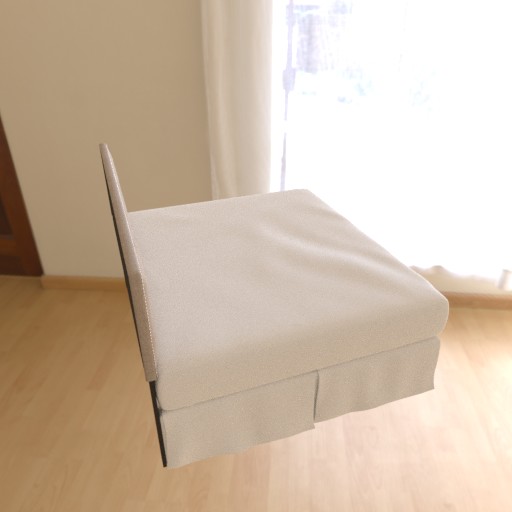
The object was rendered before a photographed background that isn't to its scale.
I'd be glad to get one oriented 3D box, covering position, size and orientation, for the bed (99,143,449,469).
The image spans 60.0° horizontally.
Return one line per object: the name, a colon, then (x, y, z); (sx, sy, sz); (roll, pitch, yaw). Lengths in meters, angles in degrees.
bed: (0.000, 0.000, 3.325); (1.914, 1.346, 2.170); (-11, 32, -17)
